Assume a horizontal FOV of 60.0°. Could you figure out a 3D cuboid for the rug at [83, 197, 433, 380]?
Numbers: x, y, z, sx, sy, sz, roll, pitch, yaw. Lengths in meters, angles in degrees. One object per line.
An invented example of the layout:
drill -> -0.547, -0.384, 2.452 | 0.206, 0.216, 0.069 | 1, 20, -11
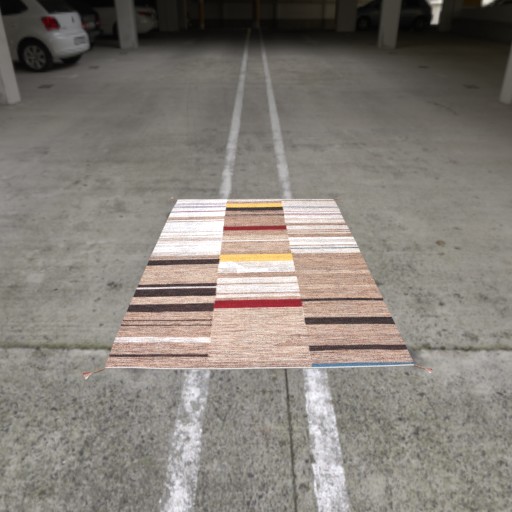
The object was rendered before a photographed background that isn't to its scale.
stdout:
rug -> 0.000, 0.000, 2.420 | 1.268, 0.007, 1.918 | 0, 27, 0
